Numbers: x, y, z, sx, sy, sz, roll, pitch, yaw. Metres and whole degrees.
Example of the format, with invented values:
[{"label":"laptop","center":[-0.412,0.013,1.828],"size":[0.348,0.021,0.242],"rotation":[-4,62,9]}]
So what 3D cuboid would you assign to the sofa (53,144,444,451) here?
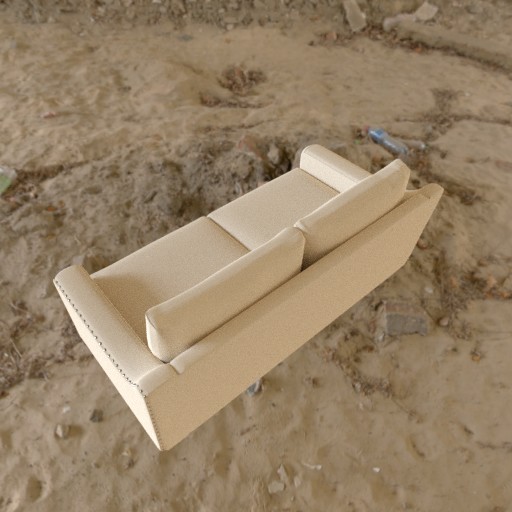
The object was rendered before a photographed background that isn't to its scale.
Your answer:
[{"label":"sofa","center":[0.000,0.000,2.362],"size":[1.812,0.830,0.949],"rotation":[-32,54,-27]}]
